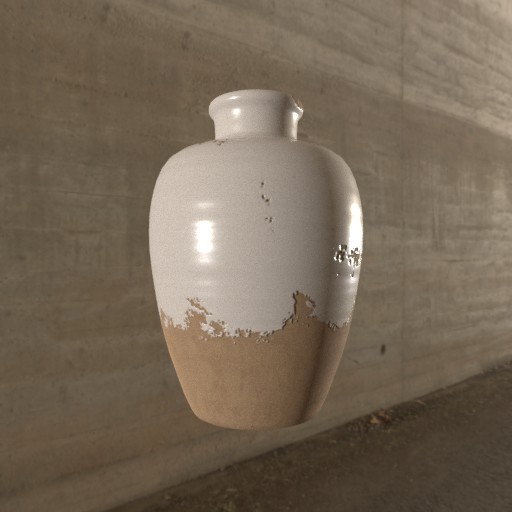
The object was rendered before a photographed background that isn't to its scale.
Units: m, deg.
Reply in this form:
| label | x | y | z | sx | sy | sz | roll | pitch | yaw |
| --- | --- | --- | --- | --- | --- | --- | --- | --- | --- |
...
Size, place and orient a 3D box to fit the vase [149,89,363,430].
| label | x | y | z | sx | sy | sz | roll | pitch | yaw |
| --- | --- | --- | --- | --- | --- | --- | --- | --- | --- |
| vase | 0.000 | 0.000 | 0.337 | 0.158 | 0.228 | 0.158 | 0 | 0 | 0 |
